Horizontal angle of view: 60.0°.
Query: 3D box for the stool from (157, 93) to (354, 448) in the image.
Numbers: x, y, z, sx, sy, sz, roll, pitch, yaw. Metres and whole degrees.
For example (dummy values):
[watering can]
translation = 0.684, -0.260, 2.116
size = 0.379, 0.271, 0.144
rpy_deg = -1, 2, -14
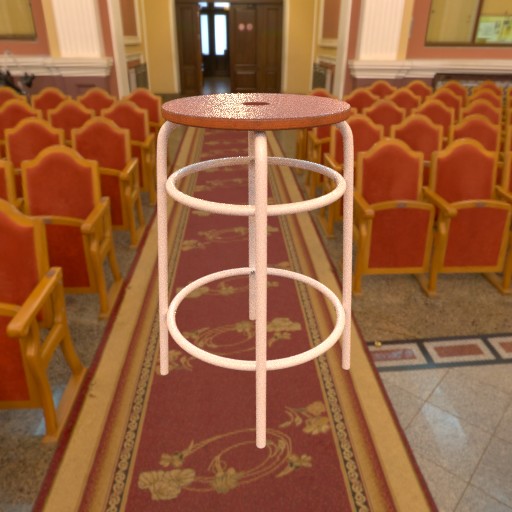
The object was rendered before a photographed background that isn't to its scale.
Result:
[stool]
translation = 0.000, 0.000, 0.930
size = 0.455, 0.610, 0.455
rpy_deg = -1, 26, -2
